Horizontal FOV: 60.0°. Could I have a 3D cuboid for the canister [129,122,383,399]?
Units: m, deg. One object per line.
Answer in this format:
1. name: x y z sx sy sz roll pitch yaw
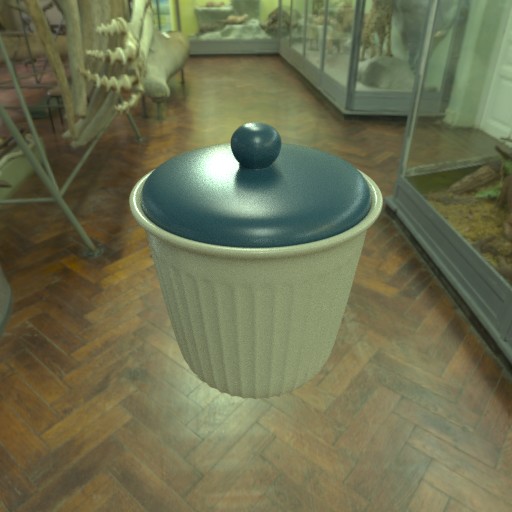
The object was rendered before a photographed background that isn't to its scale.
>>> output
1. canister: 0.000 0.000 0.356 0.181 0.211 0.181 0 32 0
